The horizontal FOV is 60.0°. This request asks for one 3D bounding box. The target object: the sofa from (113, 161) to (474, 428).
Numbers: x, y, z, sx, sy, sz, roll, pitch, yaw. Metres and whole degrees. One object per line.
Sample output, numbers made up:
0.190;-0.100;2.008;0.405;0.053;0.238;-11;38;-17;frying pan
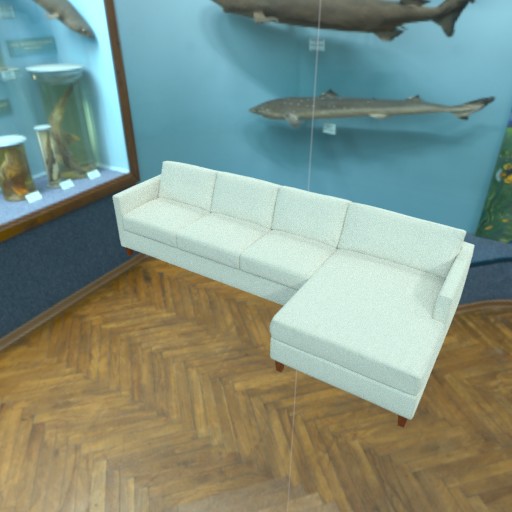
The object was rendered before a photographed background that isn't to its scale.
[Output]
0.000;0.000;4.147;3.471;0.954;1.606;18;35;27;sofa
